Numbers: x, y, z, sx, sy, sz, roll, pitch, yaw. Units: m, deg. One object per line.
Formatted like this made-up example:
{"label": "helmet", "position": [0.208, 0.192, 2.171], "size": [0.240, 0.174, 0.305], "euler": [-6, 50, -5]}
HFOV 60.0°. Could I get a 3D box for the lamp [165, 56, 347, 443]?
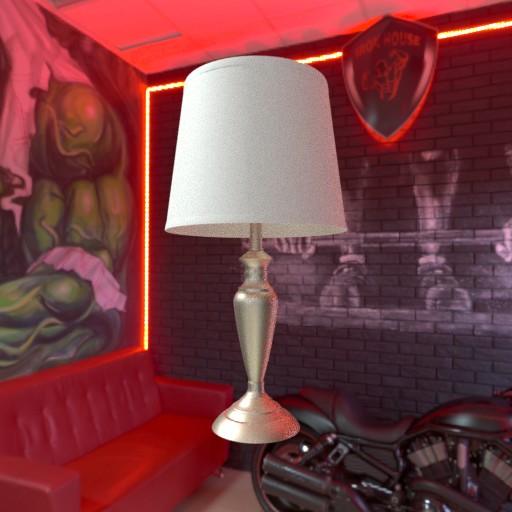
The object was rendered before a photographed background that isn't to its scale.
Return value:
{"label": "lamp", "position": [0.000, 0.000, 0.814], "size": [0.328, 0.619, 0.328], "euler": [0, -1, 0]}
